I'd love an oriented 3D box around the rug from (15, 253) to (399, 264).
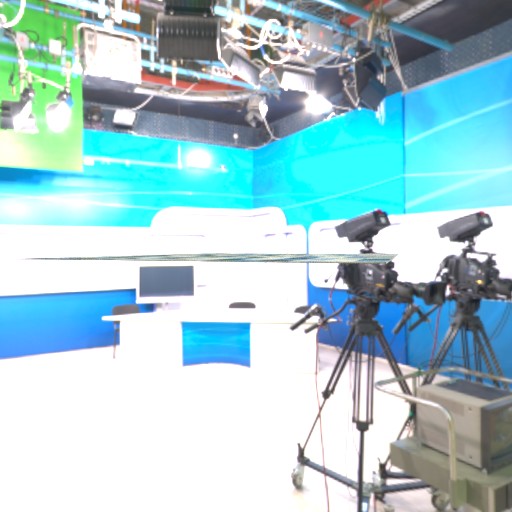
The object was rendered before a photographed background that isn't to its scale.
[{"bbox_3d":[0.000,0.000,4.043,2.440,0.008,3.036,0,1,19],"label":"rug"}]
